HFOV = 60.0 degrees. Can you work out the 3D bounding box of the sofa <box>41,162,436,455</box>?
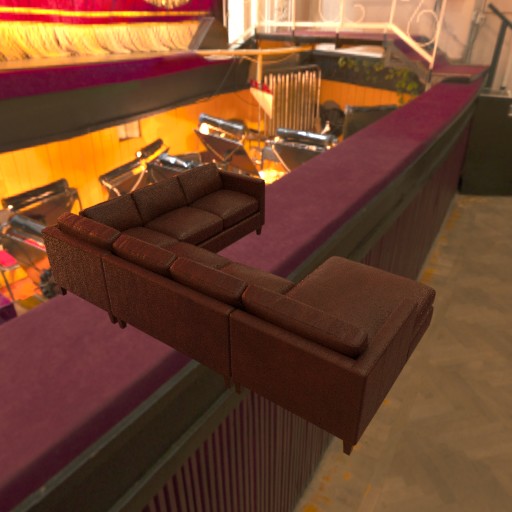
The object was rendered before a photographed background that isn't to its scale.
[{"bbox_3d":[0.000,0.000,4.382,3.324,0.891,2.452,19,34,31],"label":"sofa"}]
